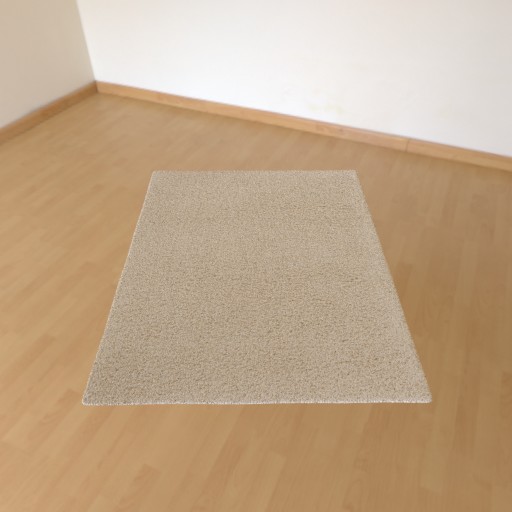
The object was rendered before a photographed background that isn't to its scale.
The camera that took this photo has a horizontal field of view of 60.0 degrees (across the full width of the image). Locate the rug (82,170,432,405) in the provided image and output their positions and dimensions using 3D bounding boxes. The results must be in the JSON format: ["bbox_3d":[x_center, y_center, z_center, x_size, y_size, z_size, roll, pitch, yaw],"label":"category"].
[{"bbox_3d":[0.000,0.000,4.193,2.438,0.029,3.047,0,42,0],"label":"rug"}]
